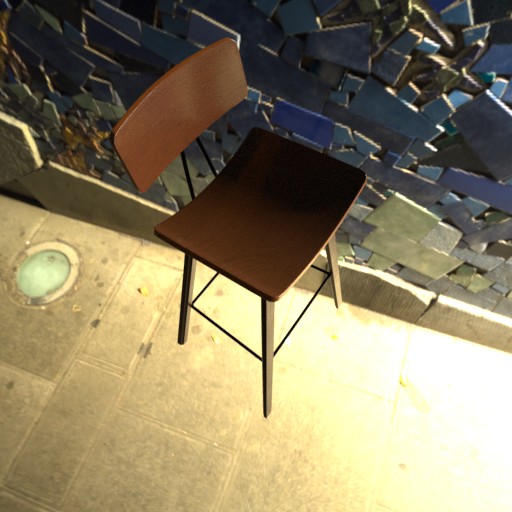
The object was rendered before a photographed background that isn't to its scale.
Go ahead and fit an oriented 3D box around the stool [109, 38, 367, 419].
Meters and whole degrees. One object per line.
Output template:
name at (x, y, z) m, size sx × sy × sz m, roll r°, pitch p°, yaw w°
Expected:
stool at (0.000, 0.000, 1.223) m, size 0.440 × 0.969 × 0.509 m, roll 31°, pitch 64°, yaw 17°
